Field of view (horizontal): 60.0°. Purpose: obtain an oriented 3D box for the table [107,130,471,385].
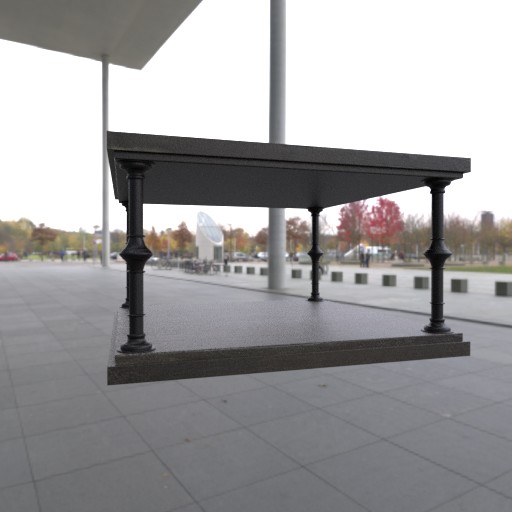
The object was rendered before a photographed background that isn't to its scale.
[{"bbox_3d":[0.000,0.000,1.128,0.696,0.400,0.696,0,1,-17],"label":"table"}]
